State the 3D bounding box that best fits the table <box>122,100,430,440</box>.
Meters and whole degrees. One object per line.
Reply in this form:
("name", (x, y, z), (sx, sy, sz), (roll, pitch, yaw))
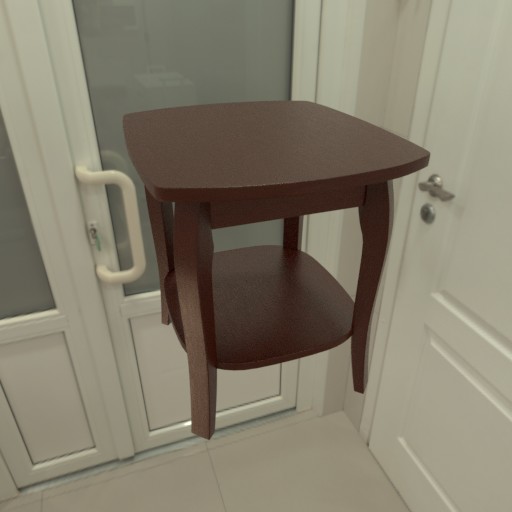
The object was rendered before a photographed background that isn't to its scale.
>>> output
("table", (0.000, 0.000, 0.885), (0.433, 0.496, 0.502), (-10, 31, -17))
